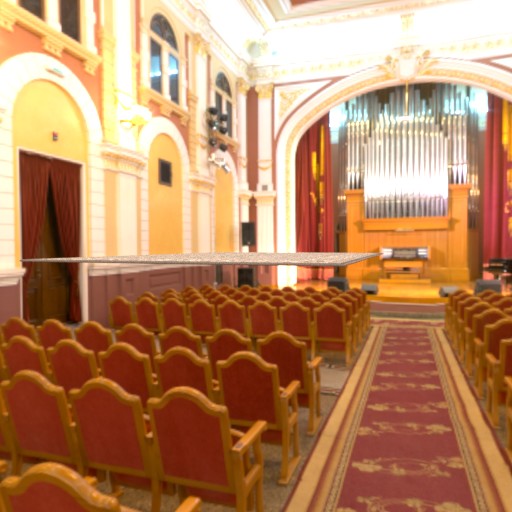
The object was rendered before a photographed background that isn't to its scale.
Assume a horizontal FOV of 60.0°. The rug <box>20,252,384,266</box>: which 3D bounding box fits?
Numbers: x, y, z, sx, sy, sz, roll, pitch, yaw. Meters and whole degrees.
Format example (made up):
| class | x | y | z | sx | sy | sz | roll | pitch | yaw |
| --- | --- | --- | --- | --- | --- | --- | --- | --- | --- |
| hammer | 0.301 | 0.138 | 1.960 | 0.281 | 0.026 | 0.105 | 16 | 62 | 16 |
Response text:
| class | x | y | z | sx | sy | sz | roll | pitch | yaw |
| --- | --- | --- | --- | --- | --- | --- | --- | --- | --- |
| rug | 0.000 | 0.000 | 2.977 | 1.524 | 0.011 | 2.438 | 0 | 1 | 19 |
